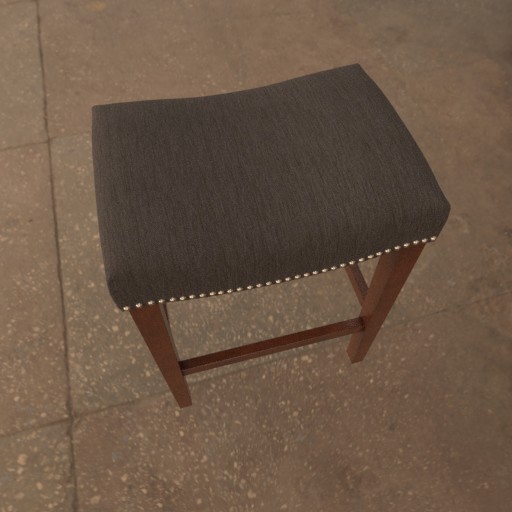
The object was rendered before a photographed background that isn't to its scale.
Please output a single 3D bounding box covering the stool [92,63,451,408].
[{"bbox_3d":[0.000,0.000,0.946,0.504,0.654,0.372,-12,58,-8],"label":"stool"}]
